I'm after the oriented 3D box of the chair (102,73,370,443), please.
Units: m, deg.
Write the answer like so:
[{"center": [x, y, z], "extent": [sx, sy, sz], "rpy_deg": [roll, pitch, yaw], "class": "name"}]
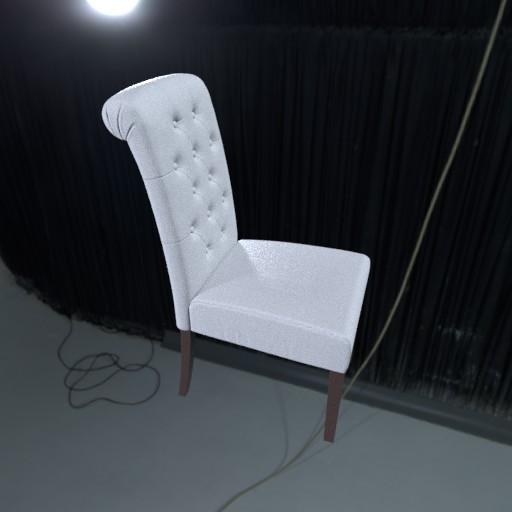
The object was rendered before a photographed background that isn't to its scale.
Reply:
[{"center": [0.000, 0.000, 1.373], "extent": [0.671, 1.006, 0.456], "rpy_deg": [10, 32, 16], "class": "chair"}]
